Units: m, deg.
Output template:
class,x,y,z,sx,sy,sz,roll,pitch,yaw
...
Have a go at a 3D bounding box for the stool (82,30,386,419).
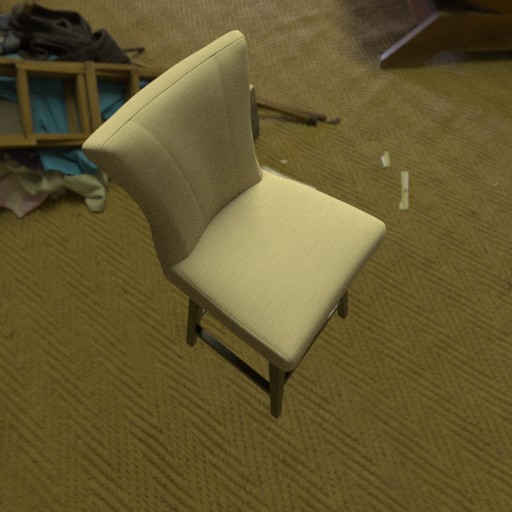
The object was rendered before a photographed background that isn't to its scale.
class,x,y,z,sx,sy,sz,roll,pitch,yaw
stool,0.000,0.000,1.316,0.574,1.000,0.514,32,63,18
